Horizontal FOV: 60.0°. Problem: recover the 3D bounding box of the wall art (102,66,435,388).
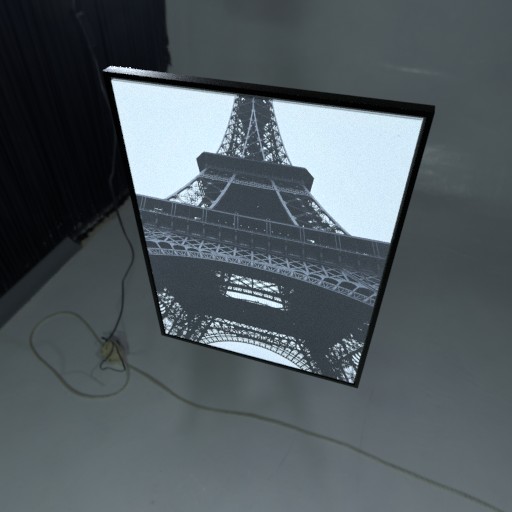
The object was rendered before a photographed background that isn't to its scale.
[{"bbox_3d":[0.000,0.000,1.393,0.805,1.062,0.040,12,43,13],"label":"wall art"}]
